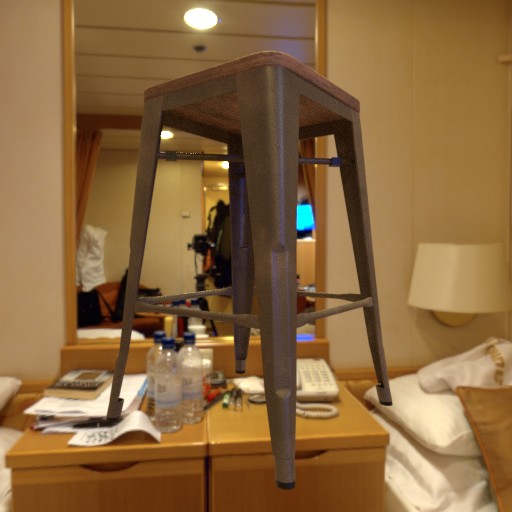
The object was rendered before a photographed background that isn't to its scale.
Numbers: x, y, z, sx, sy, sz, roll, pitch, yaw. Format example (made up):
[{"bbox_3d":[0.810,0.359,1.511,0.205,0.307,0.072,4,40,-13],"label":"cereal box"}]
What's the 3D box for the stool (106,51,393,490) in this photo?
[{"bbox_3d":[0.000,0.000,0.859,0.407,0.607,0.407,1,2,36],"label":"stool"}]
